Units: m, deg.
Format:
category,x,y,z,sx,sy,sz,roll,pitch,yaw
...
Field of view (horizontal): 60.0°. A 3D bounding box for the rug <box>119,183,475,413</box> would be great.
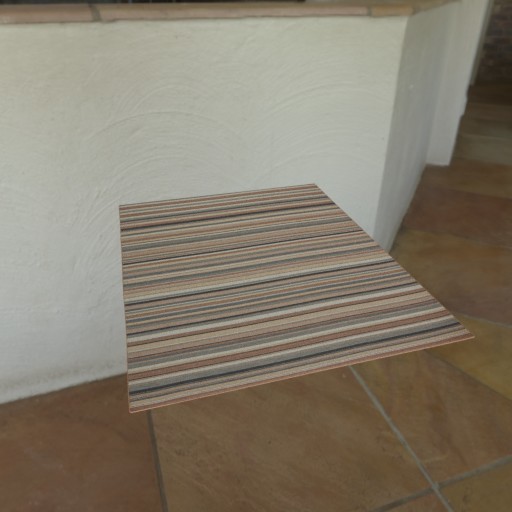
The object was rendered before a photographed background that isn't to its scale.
category,x,y,z,sx,sy,sz,roll,pitch,yaw
rug,0.000,0.000,4.166,2.436,0.011,3.045,-8,32,-14
